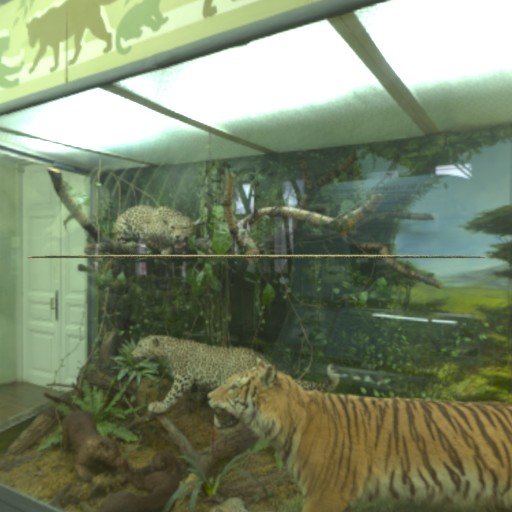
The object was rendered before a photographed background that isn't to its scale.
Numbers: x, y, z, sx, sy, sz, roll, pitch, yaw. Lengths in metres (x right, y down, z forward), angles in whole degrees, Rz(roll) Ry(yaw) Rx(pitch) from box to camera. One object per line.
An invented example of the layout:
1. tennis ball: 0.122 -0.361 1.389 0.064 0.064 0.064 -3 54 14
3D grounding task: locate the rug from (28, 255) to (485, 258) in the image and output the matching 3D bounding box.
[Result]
1. rug: 0.000 0.000 4.362 3.291 0.017 2.431 0 0 0
